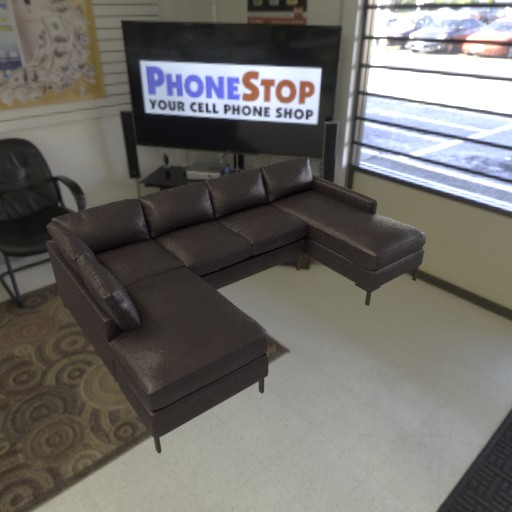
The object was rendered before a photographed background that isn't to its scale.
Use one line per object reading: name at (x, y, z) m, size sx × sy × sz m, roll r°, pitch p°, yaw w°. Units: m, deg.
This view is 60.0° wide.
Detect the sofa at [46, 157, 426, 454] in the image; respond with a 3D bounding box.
sofa at (0.000, 0.000, 3.847) m, size 2.956 × 0.900 × 1.939 m, roll -21°, pitch 35°, yaw -32°
